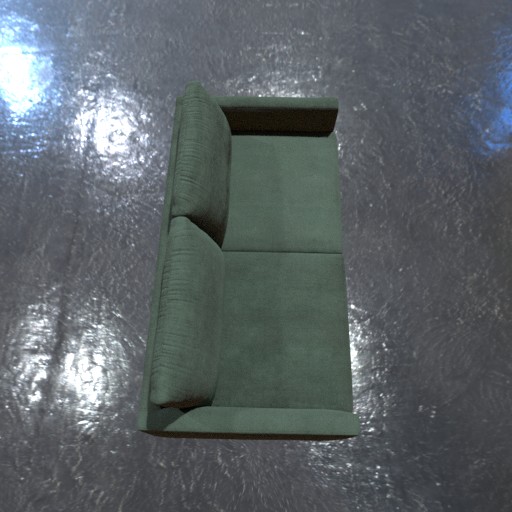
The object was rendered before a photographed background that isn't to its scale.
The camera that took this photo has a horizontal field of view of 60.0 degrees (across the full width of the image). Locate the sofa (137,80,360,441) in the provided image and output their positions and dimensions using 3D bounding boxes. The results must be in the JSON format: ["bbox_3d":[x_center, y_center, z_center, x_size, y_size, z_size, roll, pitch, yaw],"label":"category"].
[{"bbox_3d":[0.000,0.000,2.186,0.875,0.817,1.676,1,66,1],"label":"sofa"}]
